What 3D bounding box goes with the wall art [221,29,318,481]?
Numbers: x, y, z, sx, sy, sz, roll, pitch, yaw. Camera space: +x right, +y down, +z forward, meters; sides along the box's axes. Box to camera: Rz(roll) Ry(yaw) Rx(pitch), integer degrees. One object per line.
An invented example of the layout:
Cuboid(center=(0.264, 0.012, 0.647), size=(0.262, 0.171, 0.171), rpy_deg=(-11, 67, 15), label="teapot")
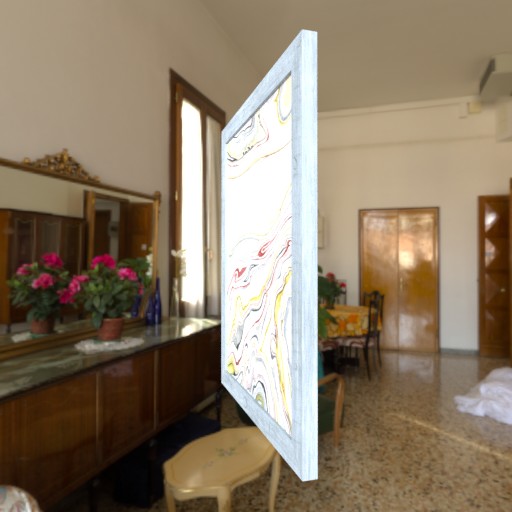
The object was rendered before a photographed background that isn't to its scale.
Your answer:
Cuboid(center=(0.000, 0.000, 0.803), size=(0.022, 0.582, 0.479), rpy_deg=(0, -1, -17), label="wall art")
